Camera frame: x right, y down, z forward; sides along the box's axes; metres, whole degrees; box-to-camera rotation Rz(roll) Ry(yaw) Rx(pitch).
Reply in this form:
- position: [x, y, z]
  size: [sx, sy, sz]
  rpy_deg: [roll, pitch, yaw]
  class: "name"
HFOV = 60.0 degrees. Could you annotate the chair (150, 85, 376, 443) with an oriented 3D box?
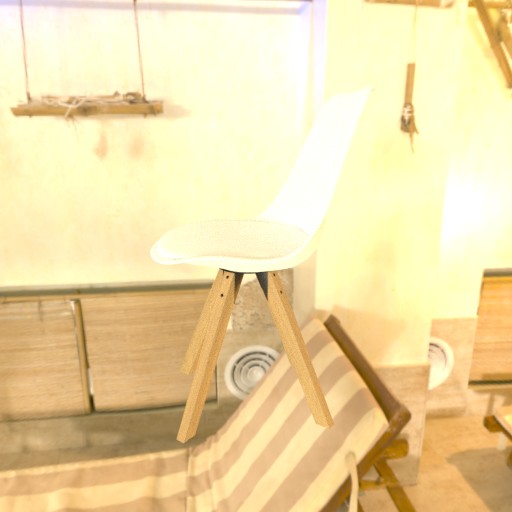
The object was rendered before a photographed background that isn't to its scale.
- position: [0.000, 0.000, 1.192]
  size: [0.550, 0.849, 0.485]
  rpy_deg: [-2, 16, -8]
  class: "chair"
